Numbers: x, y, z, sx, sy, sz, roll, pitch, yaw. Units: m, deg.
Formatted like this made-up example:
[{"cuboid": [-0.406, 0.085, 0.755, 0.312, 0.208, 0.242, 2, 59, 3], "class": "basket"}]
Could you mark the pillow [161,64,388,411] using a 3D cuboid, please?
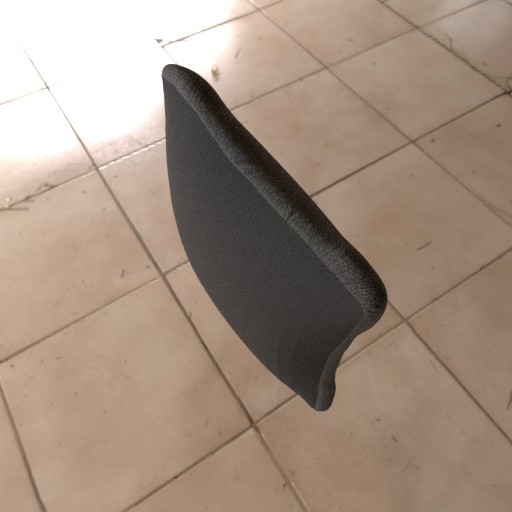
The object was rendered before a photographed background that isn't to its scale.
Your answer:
[{"cuboid": [0.000, 0.000, 0.815, 0.210, 0.523, 0.533, -30, 63, -17], "class": "pillow"}]
